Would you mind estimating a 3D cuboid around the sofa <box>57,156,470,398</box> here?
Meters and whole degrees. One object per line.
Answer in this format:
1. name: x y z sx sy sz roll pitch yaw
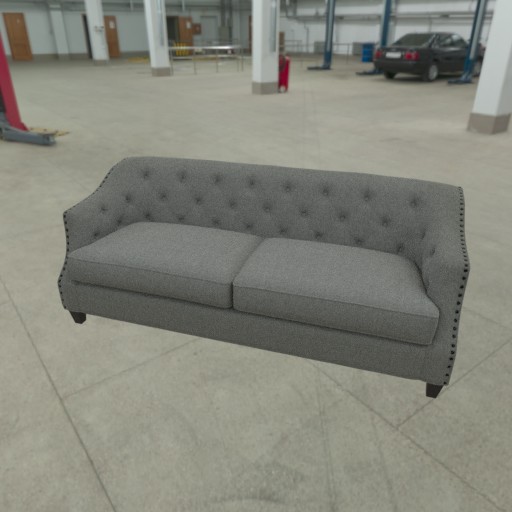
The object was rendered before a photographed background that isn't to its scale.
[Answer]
1. sofa: 0.000 0.000 2.666 2.235 0.901 0.914 8 28 15
